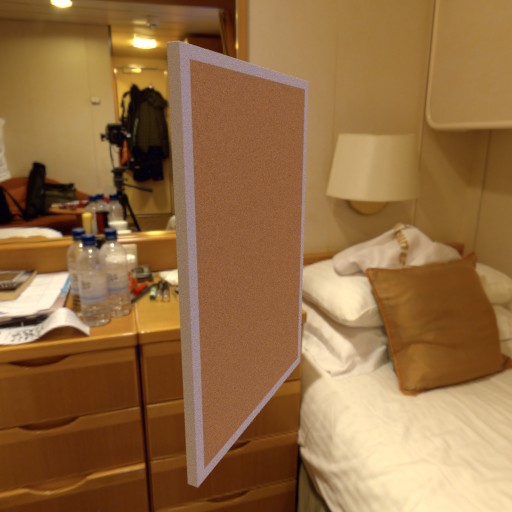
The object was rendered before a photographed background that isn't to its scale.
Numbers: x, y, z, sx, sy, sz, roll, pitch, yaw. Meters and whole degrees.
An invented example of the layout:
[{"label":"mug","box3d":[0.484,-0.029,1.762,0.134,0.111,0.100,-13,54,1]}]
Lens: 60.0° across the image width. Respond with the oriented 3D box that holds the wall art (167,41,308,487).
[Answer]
[{"label":"wall art","box3d":[0.000,0.000,0.546,0.013,0.433,0.303,7,17,25]}]
